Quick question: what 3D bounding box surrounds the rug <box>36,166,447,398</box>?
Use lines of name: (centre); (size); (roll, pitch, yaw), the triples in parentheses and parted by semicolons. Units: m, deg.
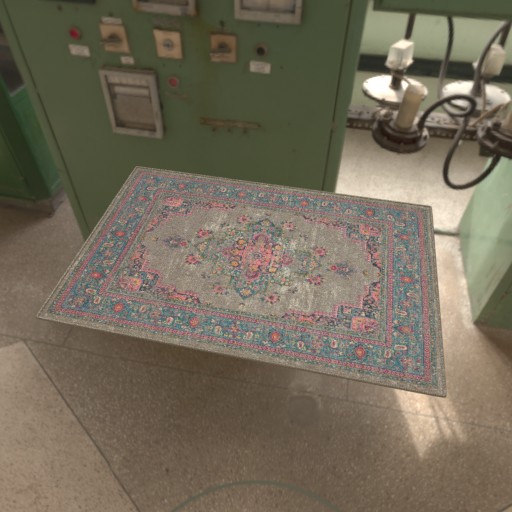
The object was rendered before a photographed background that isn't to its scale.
rug: (0.000, 0.000, 2.204); (1.748, 0.014, 1.144); (9, 48, 8)
